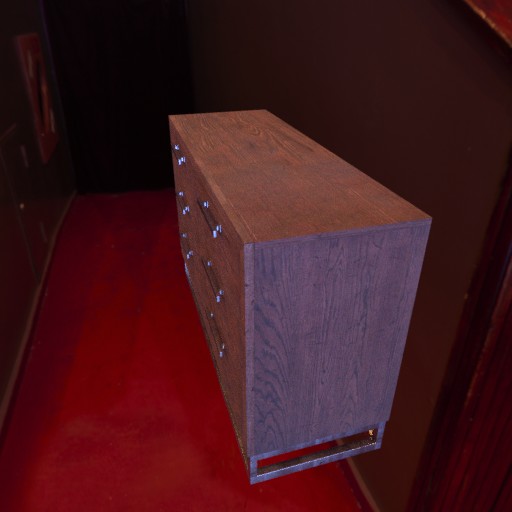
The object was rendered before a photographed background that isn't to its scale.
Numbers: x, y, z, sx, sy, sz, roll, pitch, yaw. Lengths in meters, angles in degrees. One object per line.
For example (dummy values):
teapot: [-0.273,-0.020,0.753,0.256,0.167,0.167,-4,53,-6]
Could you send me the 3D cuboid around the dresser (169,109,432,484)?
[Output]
dresser: [0.000,0.000,2.204,0.623,1.061,1.646,-8,31,-14]
